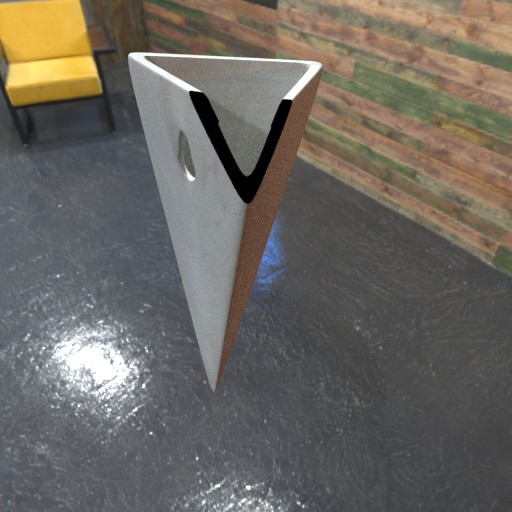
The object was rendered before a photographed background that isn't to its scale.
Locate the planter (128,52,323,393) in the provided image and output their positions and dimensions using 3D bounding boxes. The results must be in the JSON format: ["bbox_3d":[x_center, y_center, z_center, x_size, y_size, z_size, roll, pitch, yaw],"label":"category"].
[{"bbox_3d":[0.000,0.000,0.156,0.047,0.130,0.058,-27,48,-27],"label":"planter"}]
